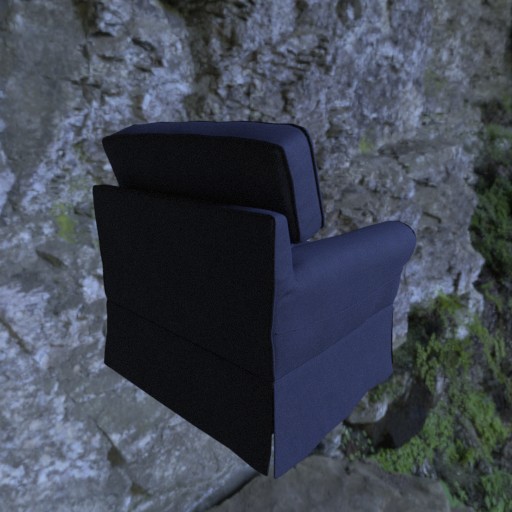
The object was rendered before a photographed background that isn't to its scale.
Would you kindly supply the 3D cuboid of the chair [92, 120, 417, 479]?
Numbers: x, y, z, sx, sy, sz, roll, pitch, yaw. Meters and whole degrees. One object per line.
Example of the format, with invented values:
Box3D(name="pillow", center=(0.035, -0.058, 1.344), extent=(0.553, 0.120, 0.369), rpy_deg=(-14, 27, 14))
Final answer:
Box3D(name="chair", center=(0.000, 0.000, 1.967), extent=(1.119, 1.140, 1.002), rpy_deg=(15, 21, 42))
